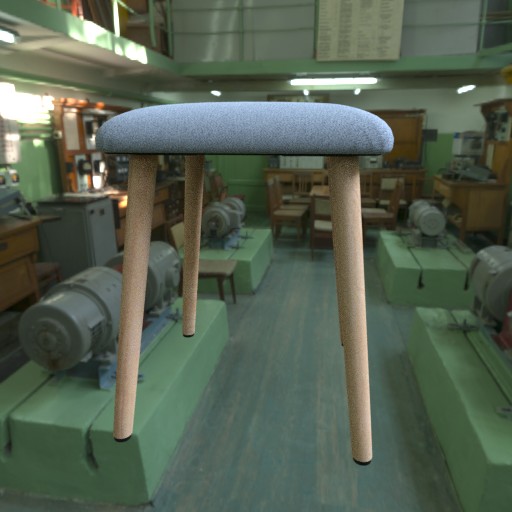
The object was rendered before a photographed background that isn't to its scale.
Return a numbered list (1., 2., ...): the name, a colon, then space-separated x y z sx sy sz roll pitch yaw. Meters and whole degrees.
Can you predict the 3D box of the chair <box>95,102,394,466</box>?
1. chair: 0.000 0.000 0.679 0.350 0.440 0.350 2 16 8
